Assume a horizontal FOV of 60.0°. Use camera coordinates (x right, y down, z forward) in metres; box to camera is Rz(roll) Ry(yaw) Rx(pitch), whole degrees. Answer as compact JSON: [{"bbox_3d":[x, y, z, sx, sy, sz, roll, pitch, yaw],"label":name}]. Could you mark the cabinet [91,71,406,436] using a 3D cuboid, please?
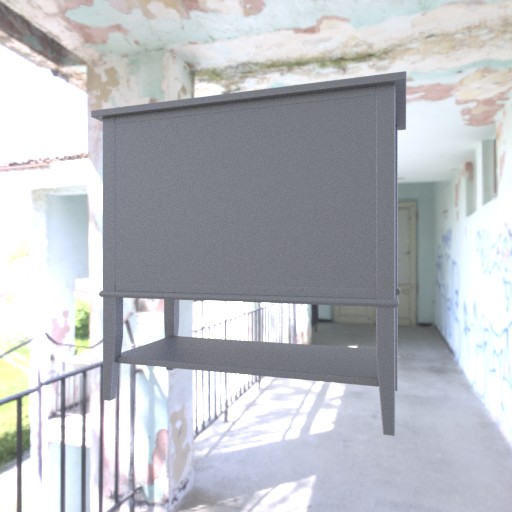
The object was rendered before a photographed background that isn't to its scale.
[{"bbox_3d":[0.000,0.000,1.248,0.801,0.780,0.396,0,0,19],"label":"cabinet"}]
